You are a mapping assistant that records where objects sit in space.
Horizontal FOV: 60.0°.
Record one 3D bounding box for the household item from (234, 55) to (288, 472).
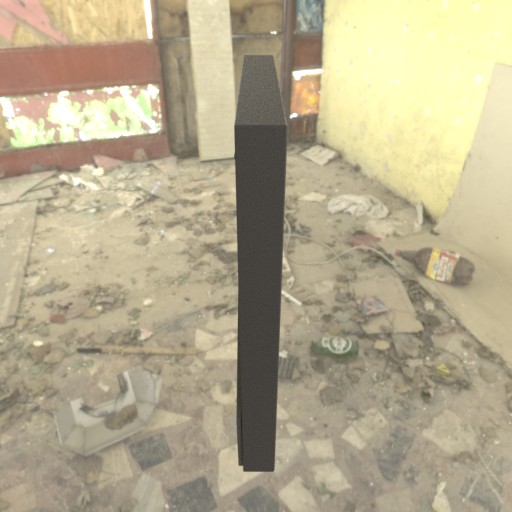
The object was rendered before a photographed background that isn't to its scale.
[{"bbox_3d":[0.000,0.000,0.235,0.022,0.178,0.133,0,33,0],"label":"household item"}]
